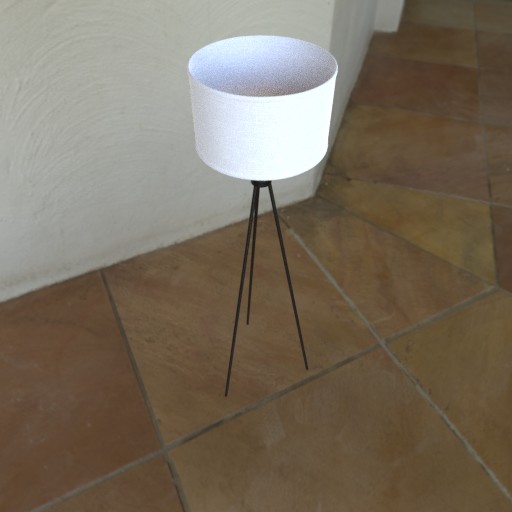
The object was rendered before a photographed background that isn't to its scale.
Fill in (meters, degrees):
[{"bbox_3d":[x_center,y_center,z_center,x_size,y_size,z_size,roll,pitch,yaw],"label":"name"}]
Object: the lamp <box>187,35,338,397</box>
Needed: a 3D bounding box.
[{"bbox_3d":[0.000,0.000,1.771,0.448,1.545,0.458,-17,48,-16],"label":"lamp"}]
